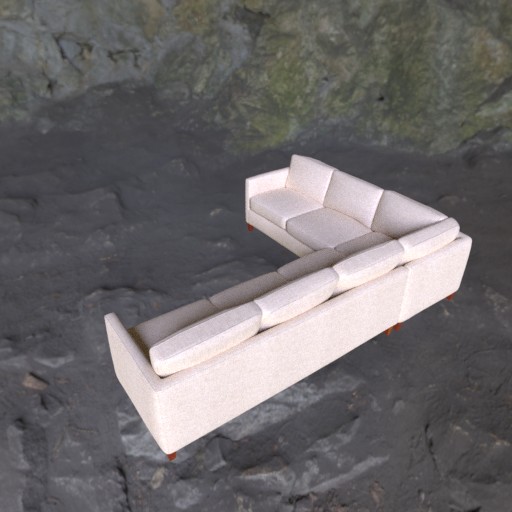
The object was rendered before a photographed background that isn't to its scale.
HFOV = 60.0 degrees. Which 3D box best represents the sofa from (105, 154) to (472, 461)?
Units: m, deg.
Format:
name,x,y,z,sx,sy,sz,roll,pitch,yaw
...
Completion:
name,x,y,z,sx,sy,sz,roll,pitch,yaw
sofa,0.000,0.000,4.418,3.302,0.947,2.593,-20,37,-30
